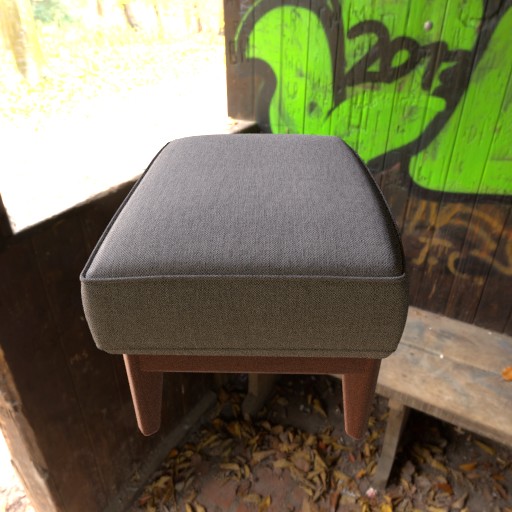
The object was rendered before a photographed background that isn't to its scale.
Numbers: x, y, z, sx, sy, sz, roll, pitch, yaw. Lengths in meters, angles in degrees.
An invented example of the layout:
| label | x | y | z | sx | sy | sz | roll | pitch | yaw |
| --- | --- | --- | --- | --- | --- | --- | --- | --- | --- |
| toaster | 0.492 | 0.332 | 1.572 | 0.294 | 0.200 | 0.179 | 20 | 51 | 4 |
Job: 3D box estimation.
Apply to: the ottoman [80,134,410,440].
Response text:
| label | x | y | z | sx | sy | sz | roll | pitch | yaw |
| --- | --- | --- | --- | --- | --- | --- | --- | --- | --- |
| ottoman | 0.000 | 0.000 | 1.073 | 0.555 | 0.458 | 0.750 | 1 | 31 | 1 |
